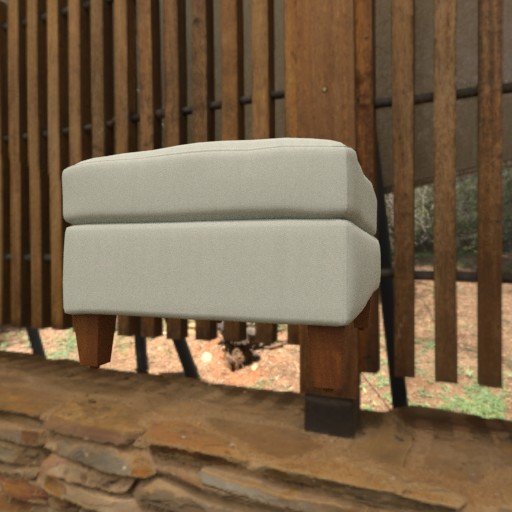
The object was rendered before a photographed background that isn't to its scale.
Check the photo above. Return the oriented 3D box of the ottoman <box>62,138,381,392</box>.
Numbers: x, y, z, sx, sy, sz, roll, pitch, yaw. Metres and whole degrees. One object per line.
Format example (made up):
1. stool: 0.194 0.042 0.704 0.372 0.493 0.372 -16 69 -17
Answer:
1. ottoman: 0.000 0.000 1.225 0.634 0.496 0.818 0 0 18
